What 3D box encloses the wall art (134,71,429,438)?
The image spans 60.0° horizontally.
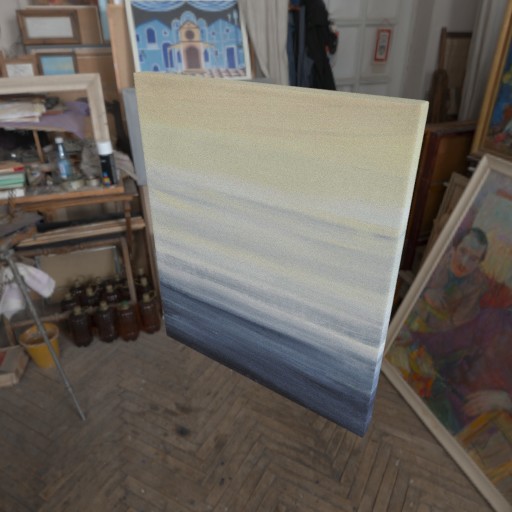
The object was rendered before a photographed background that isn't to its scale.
[{"bbox_3d":[0.000,0.000,0.971,0.608,0.710,0.041,19,35,30],"label":"wall art"}]
